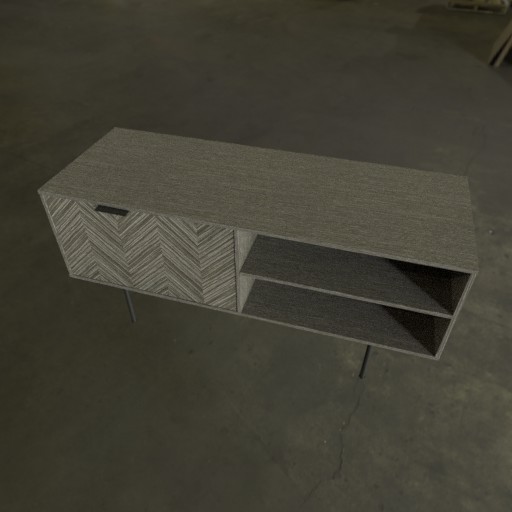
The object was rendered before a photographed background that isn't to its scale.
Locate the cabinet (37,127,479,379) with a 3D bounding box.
[{"bbox_3d":[0.000,0.000,1.611,1.300,0.599,0.500,11,42,12],"label":"cabinet"}]
